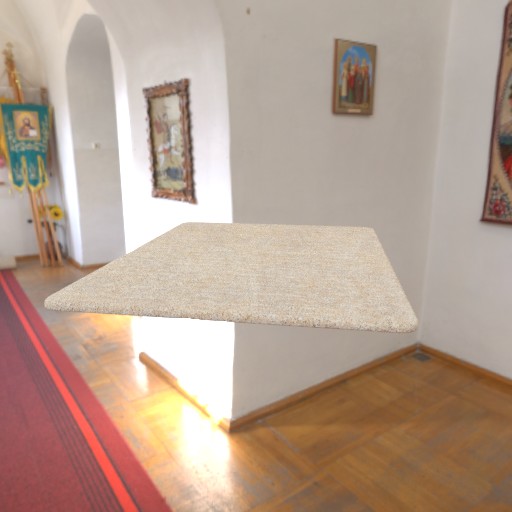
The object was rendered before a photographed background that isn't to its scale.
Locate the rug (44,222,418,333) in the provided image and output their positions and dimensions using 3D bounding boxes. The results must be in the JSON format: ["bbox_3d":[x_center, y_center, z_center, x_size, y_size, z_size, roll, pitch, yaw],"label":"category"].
[{"bbox_3d":[0.000,0.000,3.461,2.009,0.048,2.528,2,15,9],"label":"rug"}]
